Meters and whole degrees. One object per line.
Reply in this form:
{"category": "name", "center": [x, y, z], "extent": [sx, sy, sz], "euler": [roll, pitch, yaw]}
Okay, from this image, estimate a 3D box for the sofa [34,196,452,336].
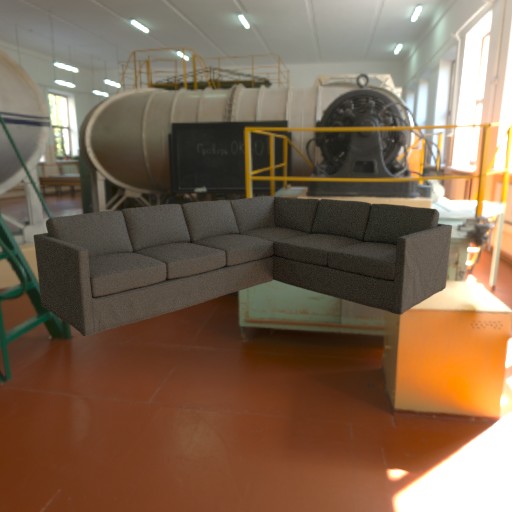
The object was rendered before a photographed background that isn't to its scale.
{"category": "sofa", "center": [0.000, 0.000, 4.232], "extent": [2.432, 0.871, 3.182], "euler": [13, 18, 43]}
